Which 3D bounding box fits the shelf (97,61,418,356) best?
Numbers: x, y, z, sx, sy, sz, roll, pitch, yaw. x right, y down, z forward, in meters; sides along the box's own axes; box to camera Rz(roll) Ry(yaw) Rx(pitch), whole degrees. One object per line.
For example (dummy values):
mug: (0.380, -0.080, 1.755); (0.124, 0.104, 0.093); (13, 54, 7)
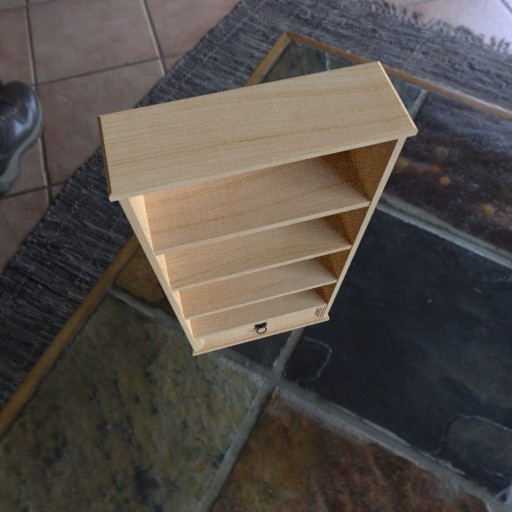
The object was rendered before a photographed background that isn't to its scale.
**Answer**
shelf: (0.000, 0.000, 1.214); (0.520, 1.030, 0.175); (-14, 65, -7)
